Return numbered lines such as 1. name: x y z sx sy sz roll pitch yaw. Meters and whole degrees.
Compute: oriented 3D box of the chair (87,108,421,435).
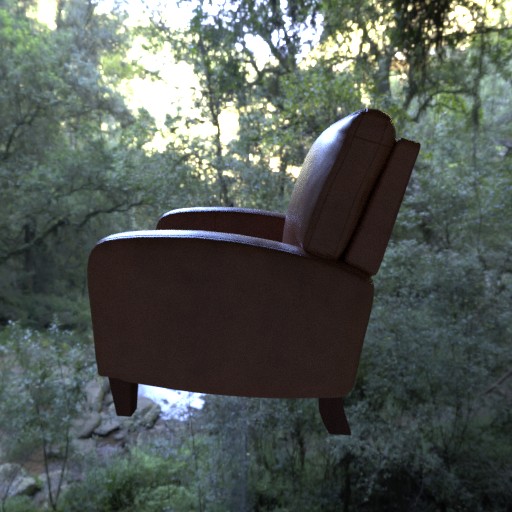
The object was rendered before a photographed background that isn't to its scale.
1. chair: 0.000 0.000 1.644 0.990 0.990 0.762 2 13 8
